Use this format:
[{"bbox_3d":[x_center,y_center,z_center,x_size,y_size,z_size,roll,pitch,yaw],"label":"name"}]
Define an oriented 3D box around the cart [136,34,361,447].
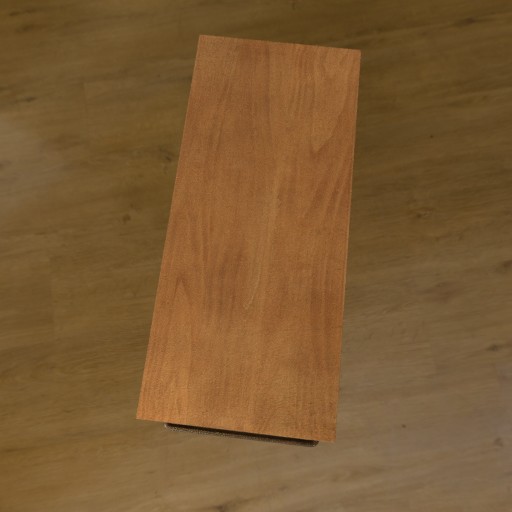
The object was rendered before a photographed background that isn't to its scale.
[{"bbox_3d":[0.000,0.000,0.973,0.298,0.554,0.686,6,77,1],"label":"cart"}]
